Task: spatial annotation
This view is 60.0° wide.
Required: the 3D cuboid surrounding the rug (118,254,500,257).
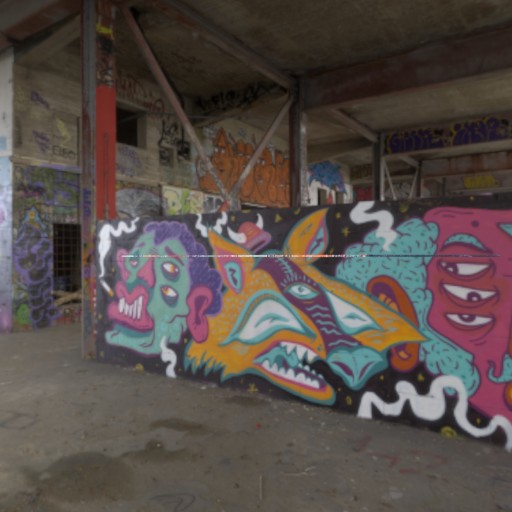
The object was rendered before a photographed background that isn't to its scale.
[{"bbox_3d":[0.000,0.000,2.568,0.832,0.008,2.362,0,0,-36],"label":"rug"}]
